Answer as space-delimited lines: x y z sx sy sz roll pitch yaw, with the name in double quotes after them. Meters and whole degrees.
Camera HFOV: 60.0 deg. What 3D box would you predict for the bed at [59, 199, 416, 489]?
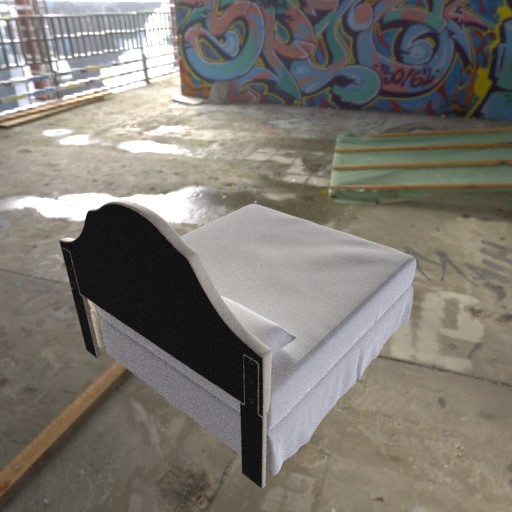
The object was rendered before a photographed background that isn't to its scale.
0.000 0.000 3.598 2.008 1.615 2.214 23 37 34 "bed"
